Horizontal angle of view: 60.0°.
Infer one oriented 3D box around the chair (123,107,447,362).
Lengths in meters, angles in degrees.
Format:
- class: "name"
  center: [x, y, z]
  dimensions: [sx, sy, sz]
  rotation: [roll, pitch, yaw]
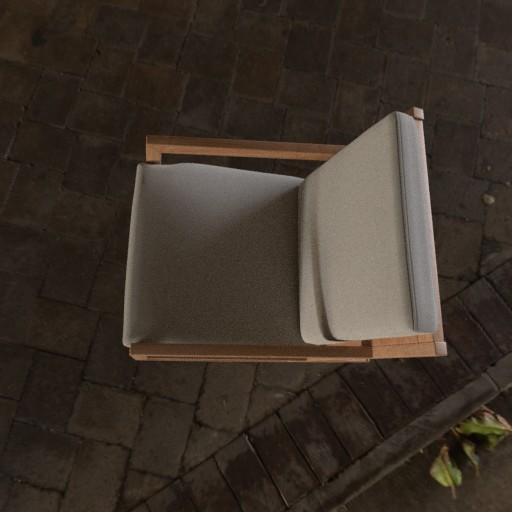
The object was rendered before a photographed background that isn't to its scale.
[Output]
- class: "chair"
  center: [0.000, 0.000, 1.379]
  dimensions: [0.857, 0.790, 0.622]
  rotation: [0, 75, 0]
